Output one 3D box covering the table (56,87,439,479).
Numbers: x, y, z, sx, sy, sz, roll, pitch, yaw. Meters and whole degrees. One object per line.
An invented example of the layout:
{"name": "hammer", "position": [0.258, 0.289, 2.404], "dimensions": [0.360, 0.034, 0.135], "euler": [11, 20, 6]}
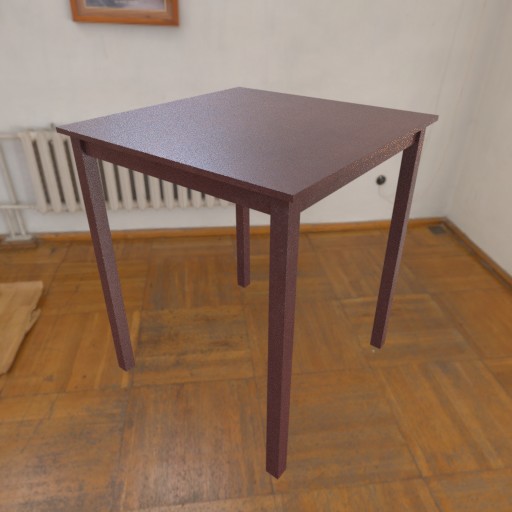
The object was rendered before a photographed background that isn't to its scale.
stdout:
{"name": "table", "position": [0.000, 0.000, 1.651], "dimensions": [0.861, 0.991, 0.861], "euler": [22, 37, 32]}
